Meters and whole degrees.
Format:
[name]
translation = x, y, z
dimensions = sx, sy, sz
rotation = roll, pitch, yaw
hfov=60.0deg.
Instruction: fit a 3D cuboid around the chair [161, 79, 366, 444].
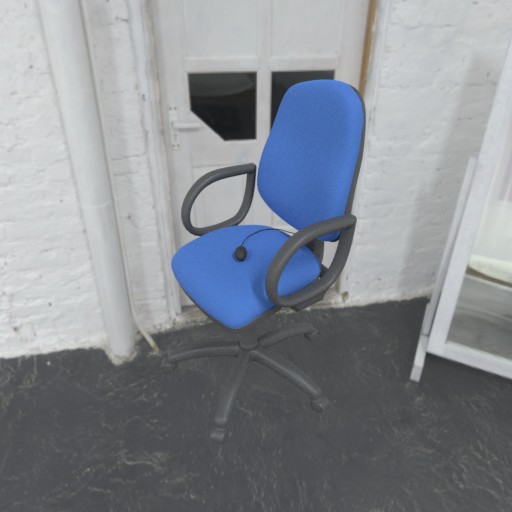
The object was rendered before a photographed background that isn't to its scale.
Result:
[chair]
translation = 0.000, 0.000, 1.264
dimensions = 0.549, 0.905, 0.552
rotation = -21, 38, -29
